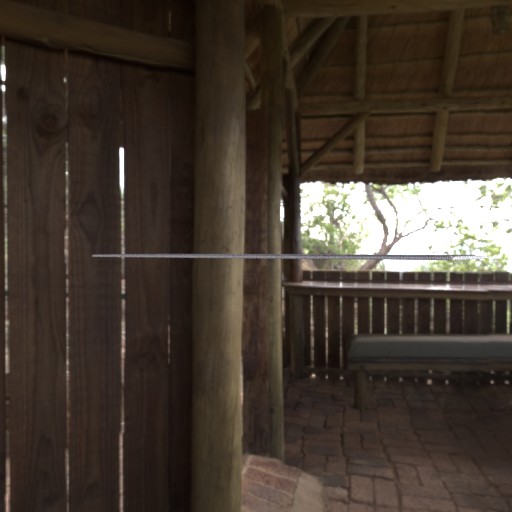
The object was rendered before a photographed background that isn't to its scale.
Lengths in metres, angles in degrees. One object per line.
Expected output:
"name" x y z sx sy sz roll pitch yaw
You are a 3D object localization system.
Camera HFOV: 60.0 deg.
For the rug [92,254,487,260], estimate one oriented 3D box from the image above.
"rug" 0.000 0.000 2.562 2.297 0.019 0.659 0 1 37
